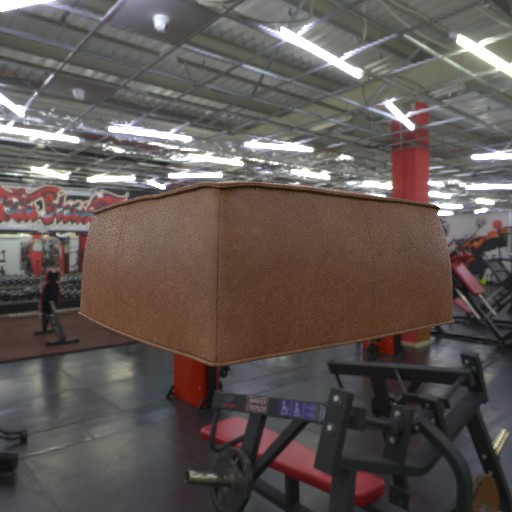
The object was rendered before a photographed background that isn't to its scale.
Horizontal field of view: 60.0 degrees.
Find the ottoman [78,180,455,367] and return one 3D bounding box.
[{"bbox_3d":[0.000,0.000,1.402,0.901,0.395,0.902,-1,1,-37],"label":"ottoman"}]
